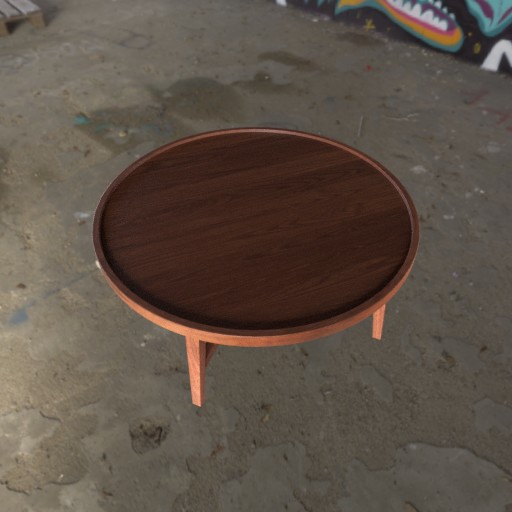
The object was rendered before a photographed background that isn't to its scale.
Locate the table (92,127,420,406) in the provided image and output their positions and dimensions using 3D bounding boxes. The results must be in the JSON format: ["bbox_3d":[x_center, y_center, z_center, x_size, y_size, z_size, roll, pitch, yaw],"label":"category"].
[{"bbox_3d":[0.000,0.000,1.243,0.800,0.360,0.800,0,45,0],"label":"table"}]
